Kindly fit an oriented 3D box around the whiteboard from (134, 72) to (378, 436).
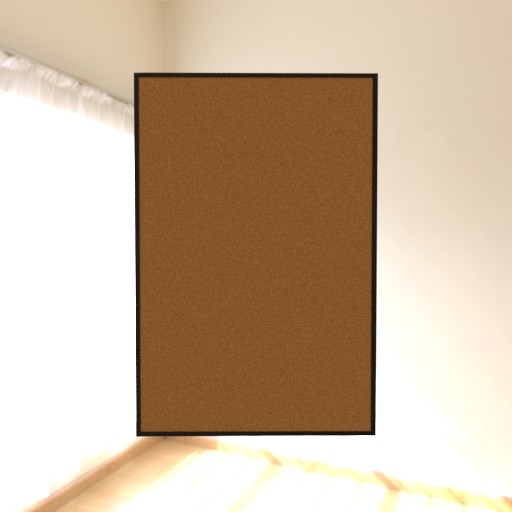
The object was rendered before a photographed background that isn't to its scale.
[{"bbox_3d":[0.000,0.000,0.756,0.406,0.611,0.026,0,1,0],"label":"whiteboard"}]
